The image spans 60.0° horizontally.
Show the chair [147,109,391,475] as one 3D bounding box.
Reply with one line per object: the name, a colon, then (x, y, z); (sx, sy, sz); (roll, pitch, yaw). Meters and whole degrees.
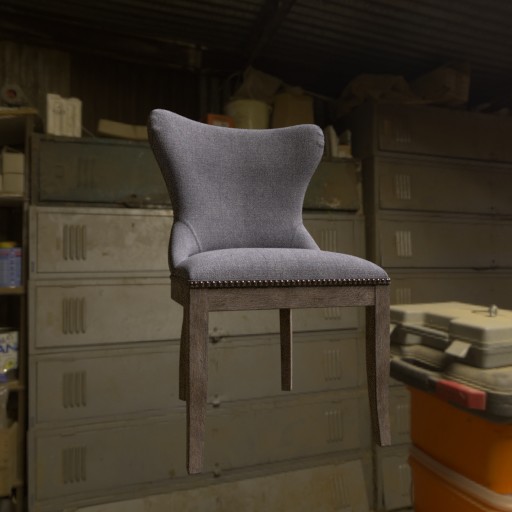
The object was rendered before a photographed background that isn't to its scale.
chair: (0.000, 0.000, 1.410); (0.654, 1.002, 0.681); (0, -1, -18)
